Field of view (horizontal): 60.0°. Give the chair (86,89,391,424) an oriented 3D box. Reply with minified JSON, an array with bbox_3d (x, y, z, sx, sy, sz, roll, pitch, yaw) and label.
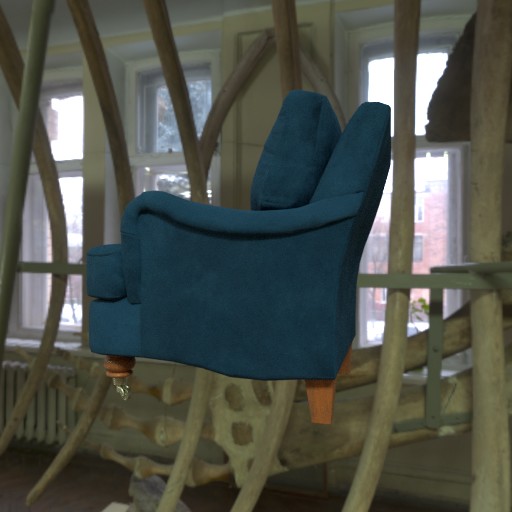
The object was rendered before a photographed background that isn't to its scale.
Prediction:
[{"bbox_3d":[0.000,0.000,1.844,1.078,1.076,0.895,0,0,17],"label":"chair"}]
